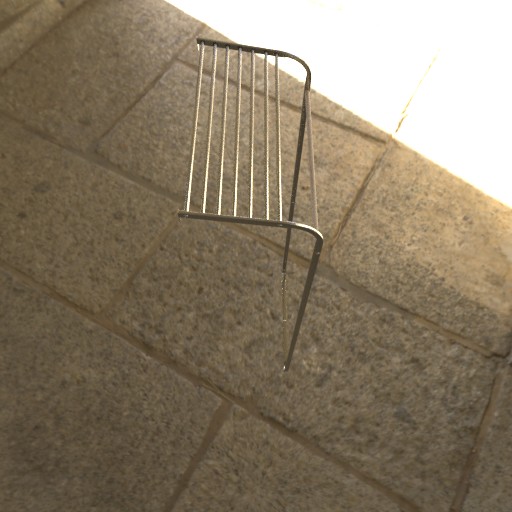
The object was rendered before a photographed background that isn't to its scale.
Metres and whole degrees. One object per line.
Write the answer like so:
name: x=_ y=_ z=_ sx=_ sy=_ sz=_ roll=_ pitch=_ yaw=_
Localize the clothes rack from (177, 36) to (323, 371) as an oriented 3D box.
clothes rack: x=0.000 y=0.000 z=1.834 sx=0.349 sy=1.574 sz=0.609 roll=0 pitch=63 yaw=0
